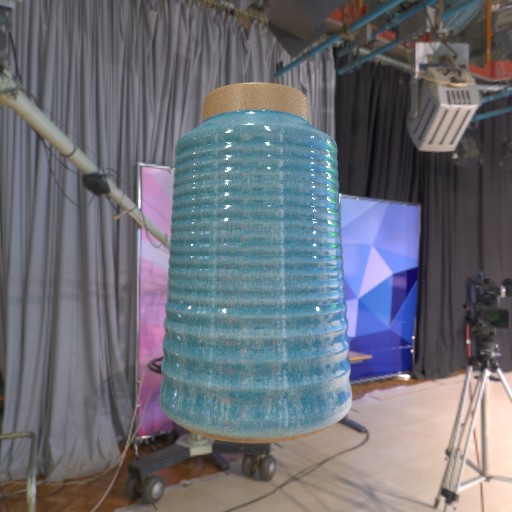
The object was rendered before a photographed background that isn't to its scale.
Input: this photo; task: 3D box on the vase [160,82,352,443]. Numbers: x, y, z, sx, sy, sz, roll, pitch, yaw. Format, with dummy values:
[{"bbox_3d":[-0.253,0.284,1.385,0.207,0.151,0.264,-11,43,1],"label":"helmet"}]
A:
[{"bbox_3d":[0.000,0.000,0.384,0.163,0.267,0.163,0,0,0],"label":"vase"}]
